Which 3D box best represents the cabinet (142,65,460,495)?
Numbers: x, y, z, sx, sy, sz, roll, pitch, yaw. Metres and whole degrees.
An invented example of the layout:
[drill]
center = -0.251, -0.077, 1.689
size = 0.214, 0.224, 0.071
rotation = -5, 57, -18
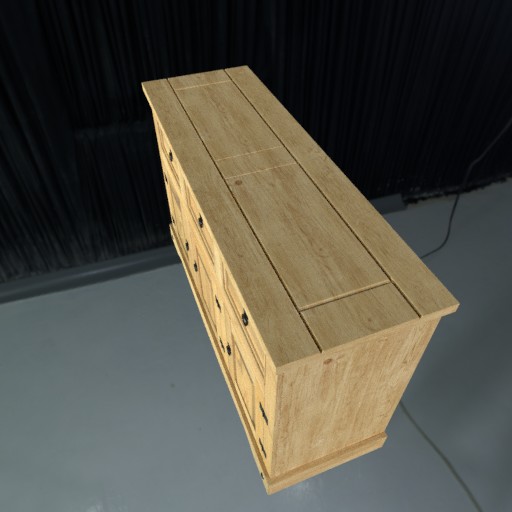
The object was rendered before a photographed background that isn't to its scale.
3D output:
[cabinet]
center = 0.000, 0.000, 1.622
size = 0.432, 0.810, 1.321
rotation = -16, 48, -15
